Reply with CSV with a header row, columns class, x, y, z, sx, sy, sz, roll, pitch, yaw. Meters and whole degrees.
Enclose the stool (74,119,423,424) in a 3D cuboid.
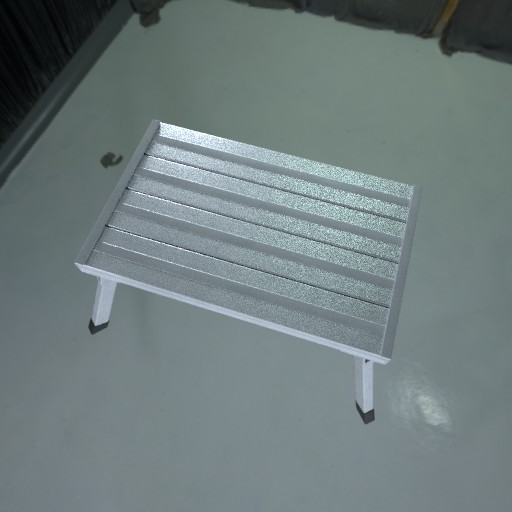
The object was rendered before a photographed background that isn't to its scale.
class,x,y,z,sx,sy,sz,roll,pitch,yaw
stool,0.000,0.000,0.759,0.535,0.225,0.385,16,65,8
